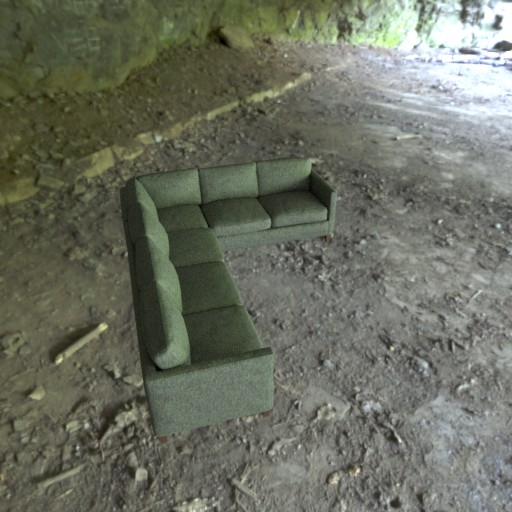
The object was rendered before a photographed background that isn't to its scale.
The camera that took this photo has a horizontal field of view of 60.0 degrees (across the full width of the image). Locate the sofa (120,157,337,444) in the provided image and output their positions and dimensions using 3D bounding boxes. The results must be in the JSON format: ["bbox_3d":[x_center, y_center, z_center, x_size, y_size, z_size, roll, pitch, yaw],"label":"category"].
[{"bbox_3d":[0.000,0.000,4.651,2.593,0.947,3.302,-9,34,-14],"label":"sofa"}]
